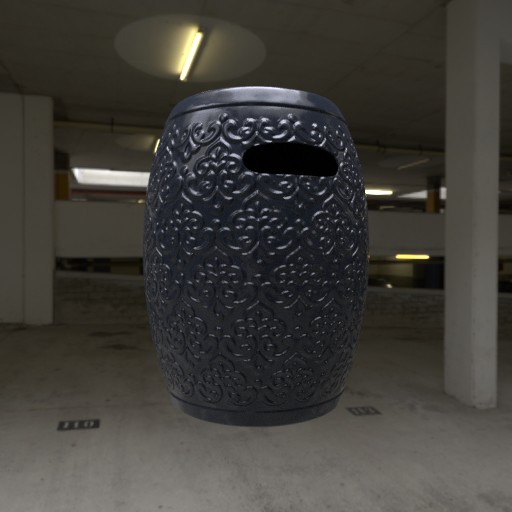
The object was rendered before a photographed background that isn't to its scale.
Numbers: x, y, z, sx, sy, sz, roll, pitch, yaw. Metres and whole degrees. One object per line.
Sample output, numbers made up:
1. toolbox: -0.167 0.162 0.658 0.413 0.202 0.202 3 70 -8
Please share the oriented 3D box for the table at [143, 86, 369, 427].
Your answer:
1. table: 0.000 0.000 0.625 0.309 0.397 0.309 0 1 0
